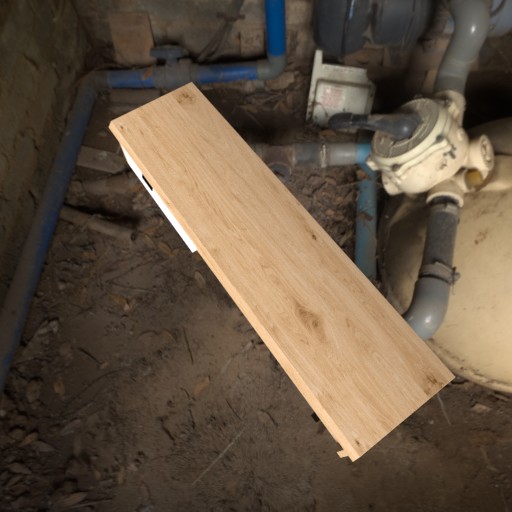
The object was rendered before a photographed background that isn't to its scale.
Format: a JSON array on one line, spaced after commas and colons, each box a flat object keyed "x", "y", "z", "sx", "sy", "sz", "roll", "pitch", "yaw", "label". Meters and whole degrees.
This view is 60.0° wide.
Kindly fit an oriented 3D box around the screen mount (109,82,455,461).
[{"x": 0.000, "y": 0.000, "z": 1.943, "sx": 0.450, "sy": 0.430, "sz": 1.700, "roll": -32, "pitch": 68, "yaw": -15, "label": "screen mount"}]
